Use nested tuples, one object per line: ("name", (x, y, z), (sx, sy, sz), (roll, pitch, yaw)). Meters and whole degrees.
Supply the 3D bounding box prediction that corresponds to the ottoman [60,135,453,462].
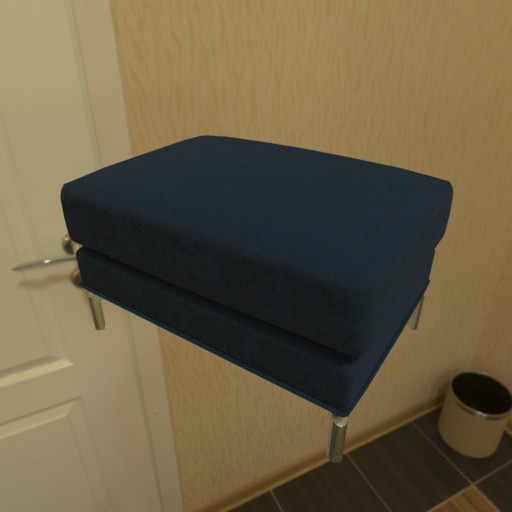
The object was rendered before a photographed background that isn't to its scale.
("ottoman", (0.000, 0.000, 1.210), (0.835, 0.498, 0.587), (19, 35, 29))
